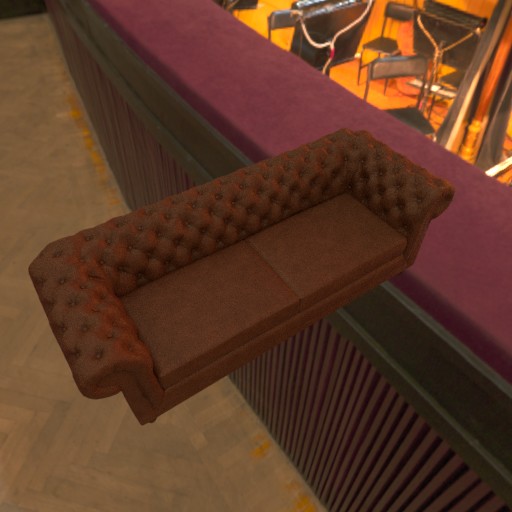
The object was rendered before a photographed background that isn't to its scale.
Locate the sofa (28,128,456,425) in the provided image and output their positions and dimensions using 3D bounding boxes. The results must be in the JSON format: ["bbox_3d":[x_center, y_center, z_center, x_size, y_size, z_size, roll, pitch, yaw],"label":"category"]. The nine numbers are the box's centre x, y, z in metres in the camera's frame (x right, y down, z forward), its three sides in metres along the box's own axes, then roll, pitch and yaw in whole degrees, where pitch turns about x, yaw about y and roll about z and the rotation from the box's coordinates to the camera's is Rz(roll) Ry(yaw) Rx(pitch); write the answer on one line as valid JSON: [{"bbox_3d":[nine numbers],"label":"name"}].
[{"bbox_3d":[0.000,0.000,2.747,2.385,0.783,0.944,-26,52,-23],"label":"sofa"}]
